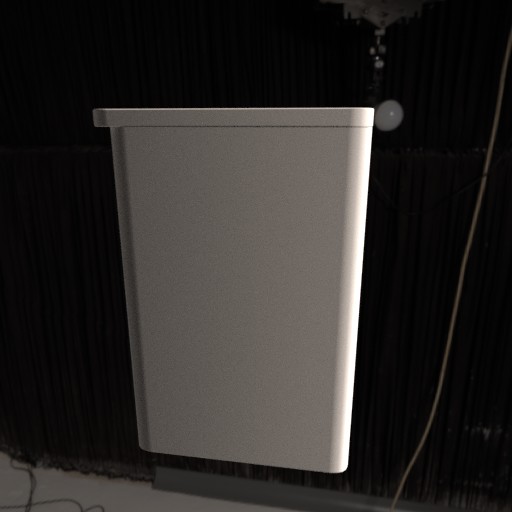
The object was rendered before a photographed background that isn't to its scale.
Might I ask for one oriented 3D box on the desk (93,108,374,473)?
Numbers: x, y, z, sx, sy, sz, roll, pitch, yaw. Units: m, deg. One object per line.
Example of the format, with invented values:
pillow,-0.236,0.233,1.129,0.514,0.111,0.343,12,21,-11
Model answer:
desk,0.000,0.000,1.297,0.549,0.800,0.762,3,17,9
